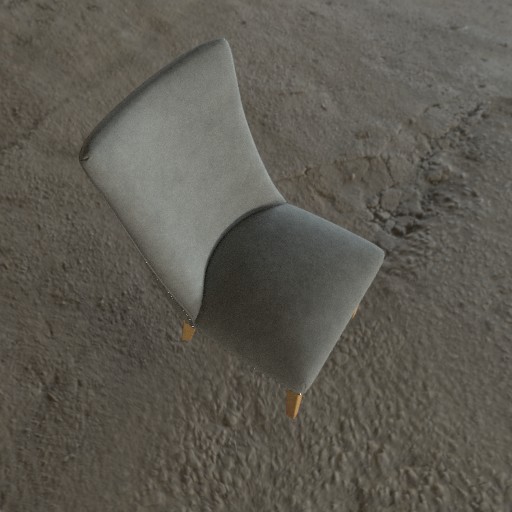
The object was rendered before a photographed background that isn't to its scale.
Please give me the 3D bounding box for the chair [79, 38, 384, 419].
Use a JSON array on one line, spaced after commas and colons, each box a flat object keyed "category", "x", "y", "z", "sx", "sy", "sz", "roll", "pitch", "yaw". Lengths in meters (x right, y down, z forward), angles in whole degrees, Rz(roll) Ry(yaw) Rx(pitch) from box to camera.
[{"category": "chair", "x": 0.000, "y": 0.000, "z": 1.245, "sx": 0.610, "sy": 0.902, "sz": 0.495, "roll": 29, "pitch": 62, "yaw": 17}]
